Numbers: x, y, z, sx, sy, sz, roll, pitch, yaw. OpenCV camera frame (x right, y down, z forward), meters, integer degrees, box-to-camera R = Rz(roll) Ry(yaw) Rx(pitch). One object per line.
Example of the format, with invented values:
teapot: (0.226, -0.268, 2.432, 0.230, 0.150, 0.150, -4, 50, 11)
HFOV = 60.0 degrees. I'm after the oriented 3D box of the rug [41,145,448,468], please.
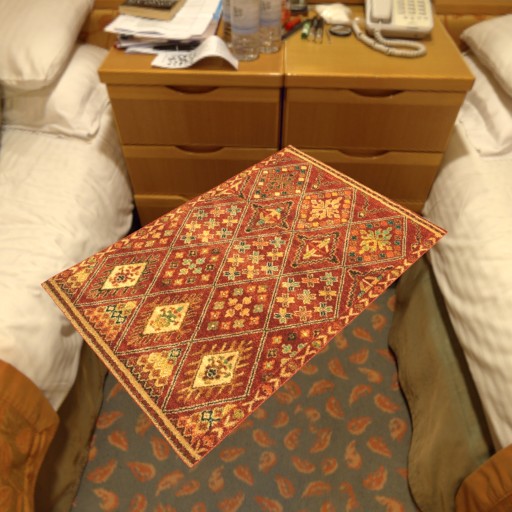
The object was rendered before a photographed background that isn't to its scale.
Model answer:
rug: (0.000, 0.000, 2.933, 2.286, 0.026, 1.521, -35, 55, -29)
